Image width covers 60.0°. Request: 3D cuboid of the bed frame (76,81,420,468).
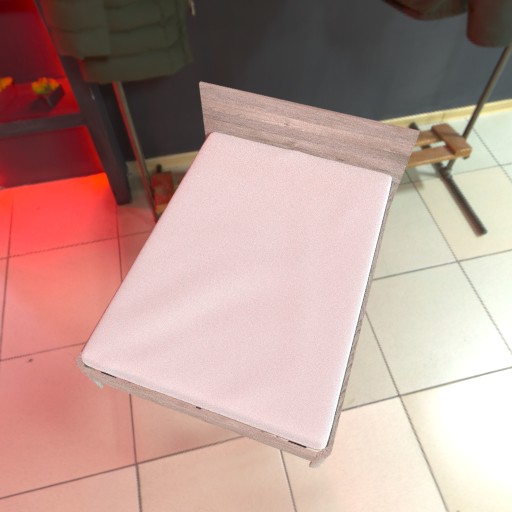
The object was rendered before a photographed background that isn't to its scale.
[{"bbox_3d":[0.000,0.000,2.744,1.490,0.800,1.950,16,59,10],"label":"bed frame"}]
